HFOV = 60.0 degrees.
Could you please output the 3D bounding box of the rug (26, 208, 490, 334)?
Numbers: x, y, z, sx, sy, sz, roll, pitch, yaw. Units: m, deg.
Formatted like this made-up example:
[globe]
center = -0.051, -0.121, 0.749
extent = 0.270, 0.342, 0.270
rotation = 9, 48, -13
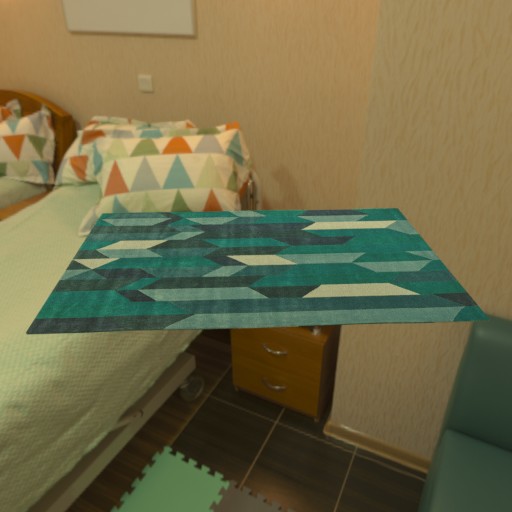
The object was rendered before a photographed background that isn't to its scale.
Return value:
[rug]
center = 0.000, 0.000, 2.966
extent = 2.420, 0.005, 1.528
rotation = -1, 29, -2
